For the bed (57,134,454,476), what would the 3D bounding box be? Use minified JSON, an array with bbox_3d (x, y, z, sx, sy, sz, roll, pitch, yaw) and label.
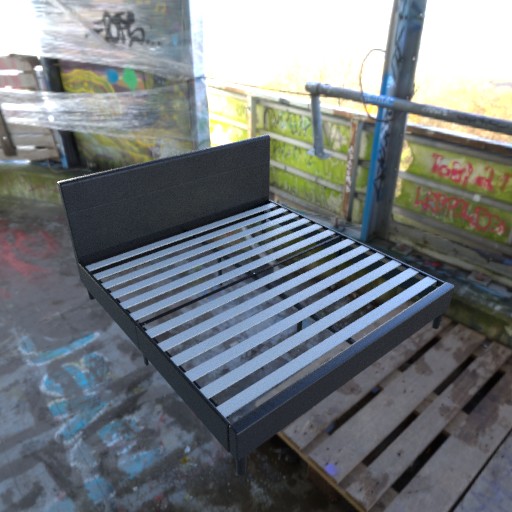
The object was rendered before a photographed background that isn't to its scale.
[{"bbox_3d":[0.000,0.000,3.344,2.018,1.046,2.152,-23,37,-33],"label":"bed"}]
